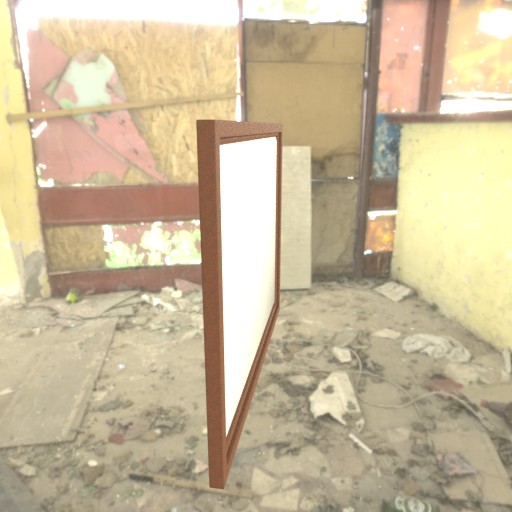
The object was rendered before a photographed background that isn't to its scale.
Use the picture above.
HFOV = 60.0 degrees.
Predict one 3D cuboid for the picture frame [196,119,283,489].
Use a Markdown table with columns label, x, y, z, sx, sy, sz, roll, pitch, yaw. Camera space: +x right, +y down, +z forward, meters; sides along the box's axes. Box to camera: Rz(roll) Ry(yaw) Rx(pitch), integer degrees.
| label | x | y | z | sx | sy | sz | roll | pitch | yaw |
| --- | --- | --- | --- | --- | --- | --- | --- | --- | --- |
| picture frame | 0.000 | 0.000 | 1.765 | 0.045 | 1.018 | 1.329 | 3 | 16 | 9 |
